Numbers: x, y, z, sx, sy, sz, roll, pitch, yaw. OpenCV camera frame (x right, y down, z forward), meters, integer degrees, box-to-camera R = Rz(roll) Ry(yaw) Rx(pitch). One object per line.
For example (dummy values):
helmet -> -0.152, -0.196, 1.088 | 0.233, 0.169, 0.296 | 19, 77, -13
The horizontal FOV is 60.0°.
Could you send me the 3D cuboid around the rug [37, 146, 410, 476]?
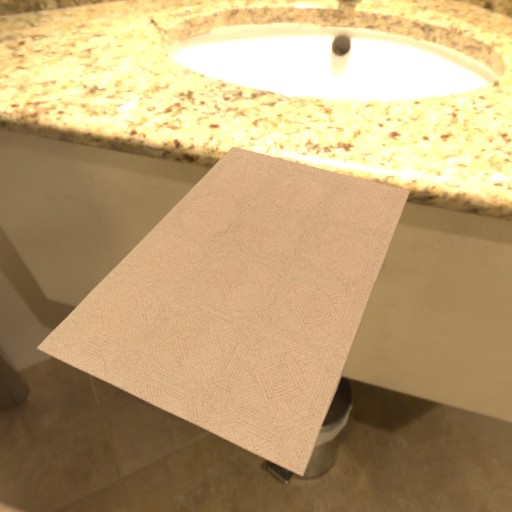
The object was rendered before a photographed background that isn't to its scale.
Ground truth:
rug -> 0.000, 0.000, 2.315 | 1.236, 0.009, 1.839 | 18, 47, 18
